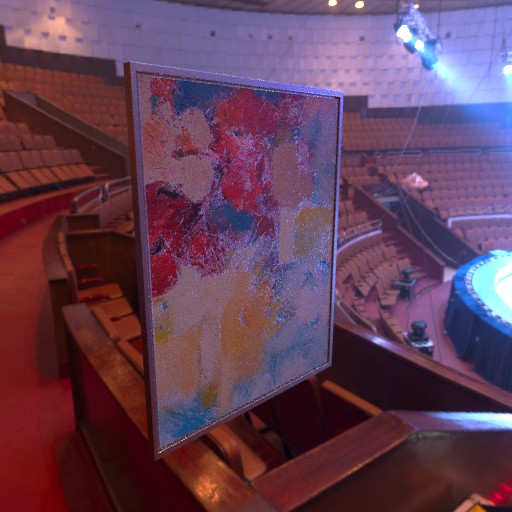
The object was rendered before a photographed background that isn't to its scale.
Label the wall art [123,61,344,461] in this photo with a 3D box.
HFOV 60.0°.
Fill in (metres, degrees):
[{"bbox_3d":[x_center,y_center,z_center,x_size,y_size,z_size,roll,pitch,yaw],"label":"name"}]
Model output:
[{"bbox_3d":[0.000,0.000,1.407,0.816,1.046,0.030,-13,19,-42],"label":"wall art"}]
